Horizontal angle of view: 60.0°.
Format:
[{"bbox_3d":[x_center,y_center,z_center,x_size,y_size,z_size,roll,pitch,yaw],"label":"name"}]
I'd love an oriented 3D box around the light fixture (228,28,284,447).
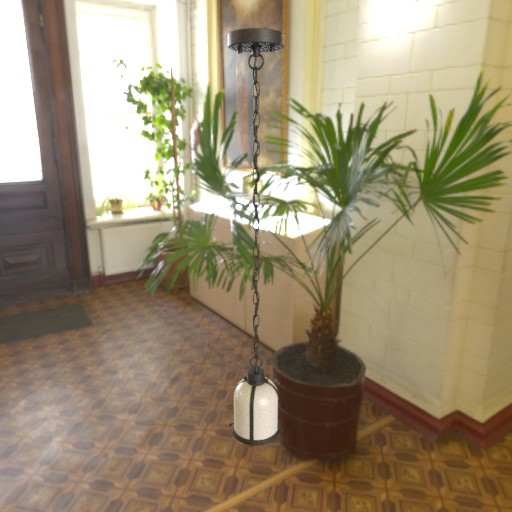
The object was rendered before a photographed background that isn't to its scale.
[{"bbox_3d":[0.000,0.000,1.296,0.178,1.181,0.178,3,16,10],"label":"light fixture"}]
